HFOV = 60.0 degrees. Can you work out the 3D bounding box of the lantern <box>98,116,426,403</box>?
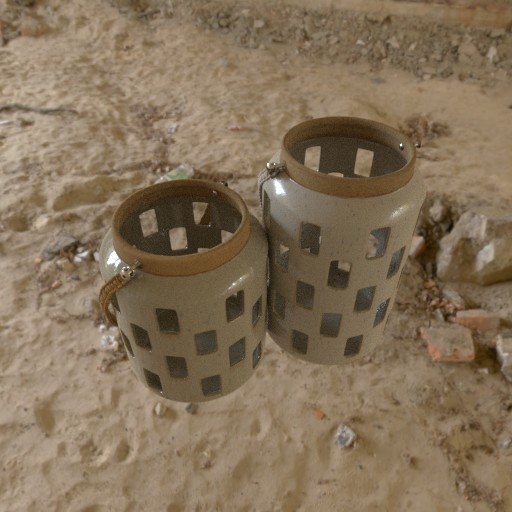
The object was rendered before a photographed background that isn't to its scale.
[{"bbox_3d":[0.000,0.000,0.497,0.347,0.255,0.184,-11,43,-12],"label":"lantern"}]
